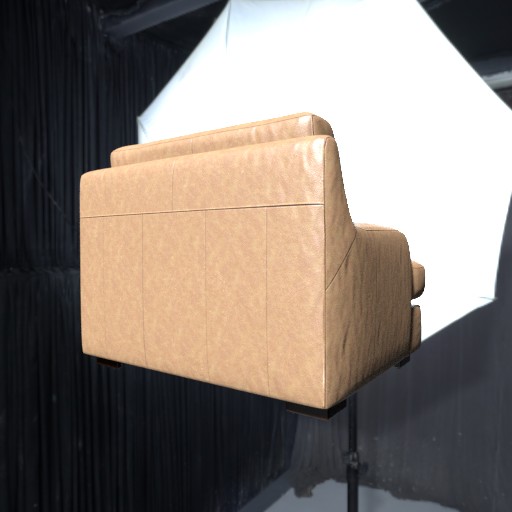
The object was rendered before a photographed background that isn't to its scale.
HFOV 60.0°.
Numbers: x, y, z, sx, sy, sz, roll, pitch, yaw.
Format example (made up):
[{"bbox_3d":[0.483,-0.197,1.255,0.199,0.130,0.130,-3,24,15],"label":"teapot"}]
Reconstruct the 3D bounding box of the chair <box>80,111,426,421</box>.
[{"bbox_3d":[0.000,0.000,2.008,1.276,0.978,1.050,1,2,35],"label":"chair"}]
